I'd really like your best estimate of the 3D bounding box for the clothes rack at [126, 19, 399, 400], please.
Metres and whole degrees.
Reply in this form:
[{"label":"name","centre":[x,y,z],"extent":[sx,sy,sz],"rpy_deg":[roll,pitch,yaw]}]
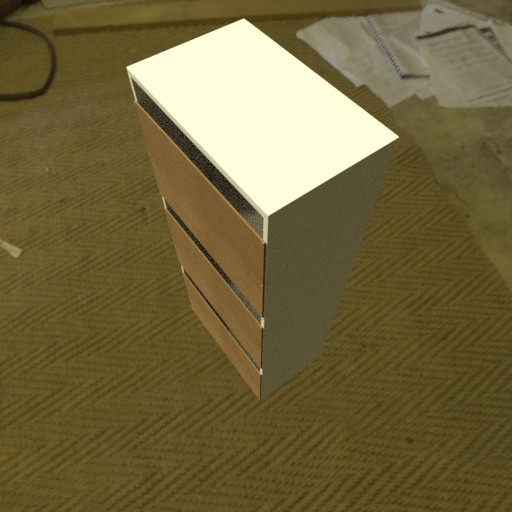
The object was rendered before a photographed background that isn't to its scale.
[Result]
[{"label":"clothes rack","centre":[0.000,0.000,1.396],"extent":[0.331,1.187,0.500],"rpy_deg":[-32,63,-19]}]
